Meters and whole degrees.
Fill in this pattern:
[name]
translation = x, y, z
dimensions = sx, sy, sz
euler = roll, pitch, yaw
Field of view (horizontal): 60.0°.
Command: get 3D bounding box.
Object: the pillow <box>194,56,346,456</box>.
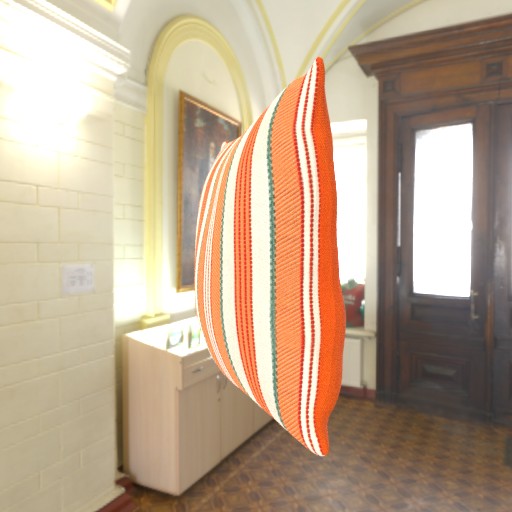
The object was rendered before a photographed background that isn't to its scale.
[pillow]
translation = 0.000, 0.000, 0.675
dimensions = 0.182, 0.441, 0.440
euler = 0, 1, -18
